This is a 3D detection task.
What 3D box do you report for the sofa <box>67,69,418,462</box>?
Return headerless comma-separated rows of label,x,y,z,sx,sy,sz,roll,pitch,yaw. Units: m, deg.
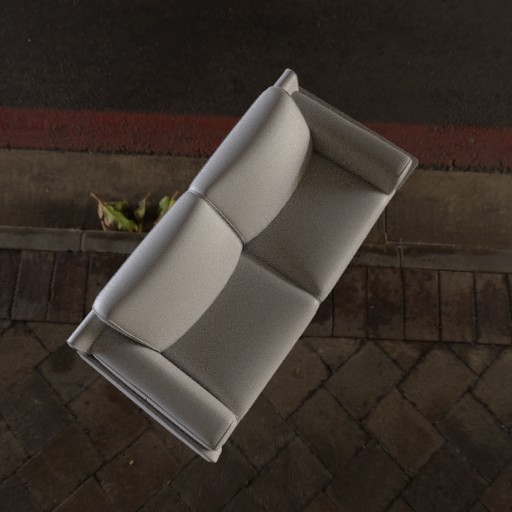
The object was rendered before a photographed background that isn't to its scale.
sofa,0.000,0.000,2.638,1.049,0.930,2.101,34,77,9
